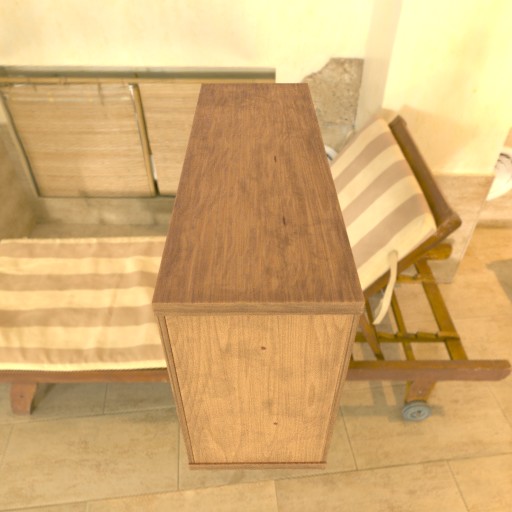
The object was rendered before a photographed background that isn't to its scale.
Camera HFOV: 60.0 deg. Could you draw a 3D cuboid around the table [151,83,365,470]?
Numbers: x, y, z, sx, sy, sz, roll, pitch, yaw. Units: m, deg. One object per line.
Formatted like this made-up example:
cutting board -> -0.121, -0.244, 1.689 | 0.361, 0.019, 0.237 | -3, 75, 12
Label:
table -> 0.000, 0.000, 1.534 | 0.410, 0.771, 1.151 | 0, 41, 0
